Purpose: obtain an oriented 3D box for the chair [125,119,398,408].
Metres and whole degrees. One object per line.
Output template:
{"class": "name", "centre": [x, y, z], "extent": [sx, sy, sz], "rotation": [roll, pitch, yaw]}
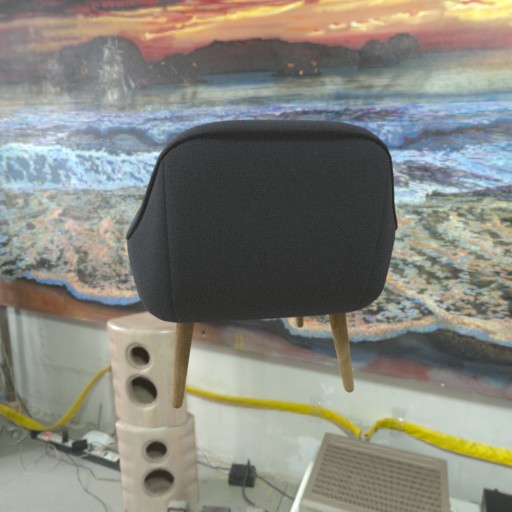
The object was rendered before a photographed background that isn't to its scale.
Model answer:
{"class": "chair", "centre": [0.000, 0.000, 1.417], "extent": [0.770, 0.800, 0.779], "rotation": [-2, 14, -9]}
